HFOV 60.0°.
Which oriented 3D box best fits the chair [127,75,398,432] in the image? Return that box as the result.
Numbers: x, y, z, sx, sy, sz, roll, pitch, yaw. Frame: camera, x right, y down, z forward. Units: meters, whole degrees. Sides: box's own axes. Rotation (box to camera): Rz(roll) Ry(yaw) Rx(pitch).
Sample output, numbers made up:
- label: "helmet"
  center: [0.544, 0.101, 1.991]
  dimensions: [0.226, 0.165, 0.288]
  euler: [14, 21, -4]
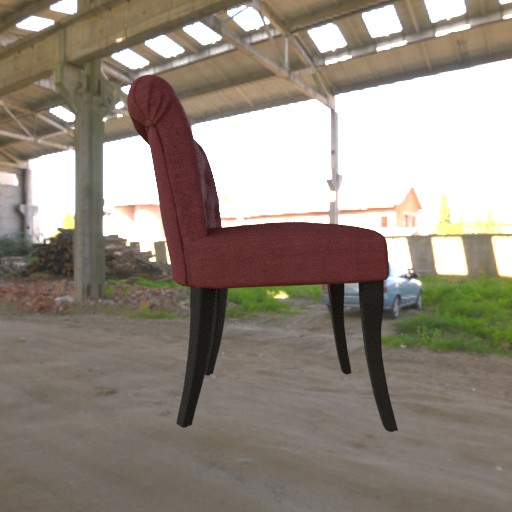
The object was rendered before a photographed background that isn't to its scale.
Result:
- label: "chair"
  center: [0.000, 0.000, 1.181]
  dimensions: [0.605, 0.750, 0.582]
  euler: [0, 0, 0]
